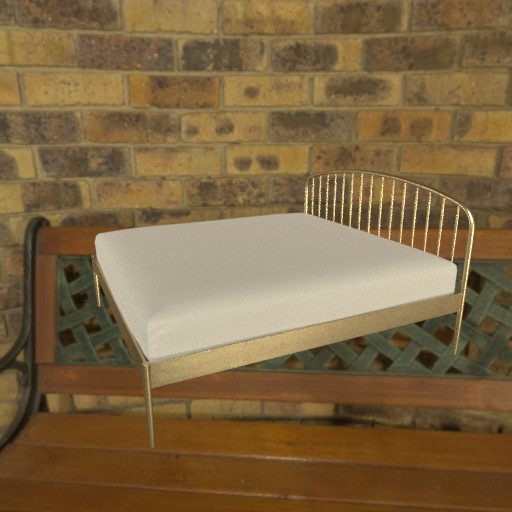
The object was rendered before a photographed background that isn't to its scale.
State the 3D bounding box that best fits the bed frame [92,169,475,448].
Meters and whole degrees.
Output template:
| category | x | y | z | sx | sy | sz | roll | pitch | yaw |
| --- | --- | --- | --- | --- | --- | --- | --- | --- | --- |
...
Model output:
| category | x | y | z | sx | sy | sz | roll | pitch | yaw |
| --- | --- | --- | --- | --- | --- | --- | --- | --- | --- |
| bed frame | 0.000 | 0.000 | 3.341 | 2.152 | 1.174 | 2.016 | -8 | 18 | -25 |
